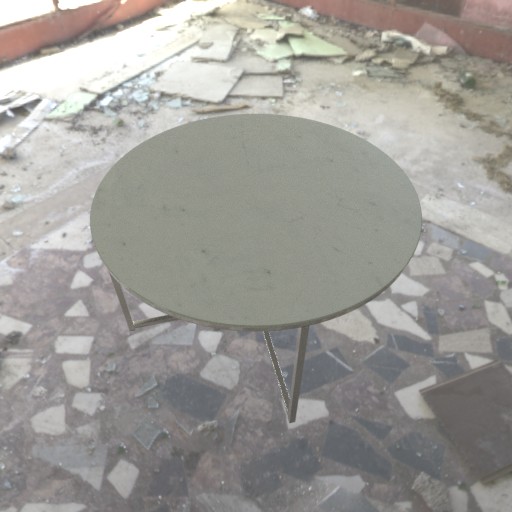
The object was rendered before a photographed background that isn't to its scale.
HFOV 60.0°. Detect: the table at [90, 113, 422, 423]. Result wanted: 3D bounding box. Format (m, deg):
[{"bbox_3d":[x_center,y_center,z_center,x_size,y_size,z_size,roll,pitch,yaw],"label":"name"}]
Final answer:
[{"bbox_3d":[0.000,0.000,1.263,0.800,0.450,0.800,0,46,0],"label":"table"}]
